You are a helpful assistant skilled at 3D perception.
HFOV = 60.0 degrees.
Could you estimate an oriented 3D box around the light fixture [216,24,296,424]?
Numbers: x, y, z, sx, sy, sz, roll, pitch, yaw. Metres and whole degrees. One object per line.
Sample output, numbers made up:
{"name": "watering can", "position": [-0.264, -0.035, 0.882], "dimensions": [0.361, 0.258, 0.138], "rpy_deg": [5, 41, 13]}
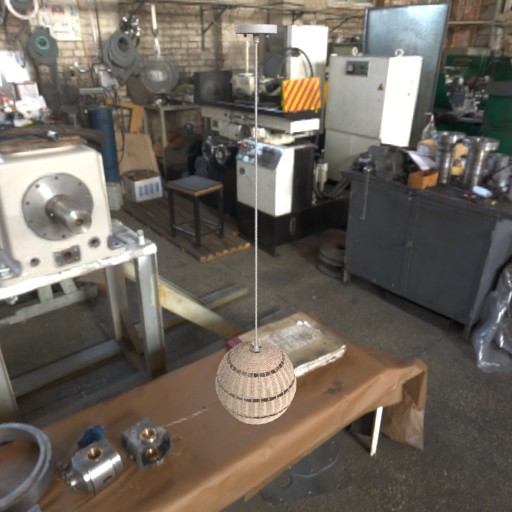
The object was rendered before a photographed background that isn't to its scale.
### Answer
{"name": "light fixture", "position": [0.000, 0.000, 2.186], "dimensions": [0.457, 2.019, 0.457], "rpy_deg": [8, 26, 16]}
